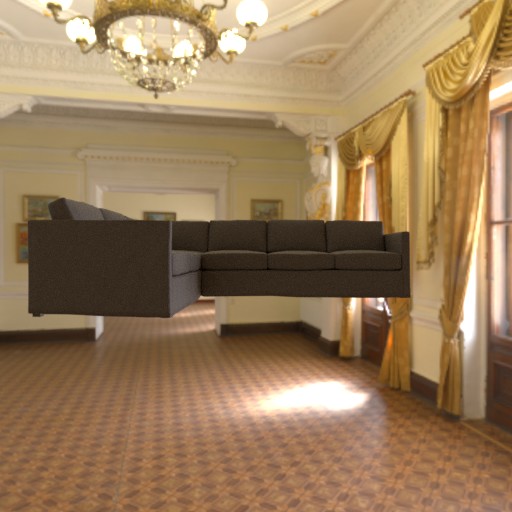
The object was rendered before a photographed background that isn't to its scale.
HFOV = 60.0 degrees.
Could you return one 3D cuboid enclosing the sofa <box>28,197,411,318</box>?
[{"bbox_3d":[0.000,0.000,4.285,3.182,0.871,2.432,0,0,1],"label":"sofa"}]
